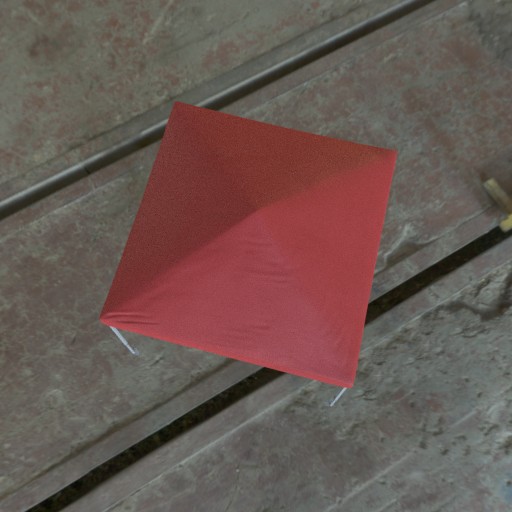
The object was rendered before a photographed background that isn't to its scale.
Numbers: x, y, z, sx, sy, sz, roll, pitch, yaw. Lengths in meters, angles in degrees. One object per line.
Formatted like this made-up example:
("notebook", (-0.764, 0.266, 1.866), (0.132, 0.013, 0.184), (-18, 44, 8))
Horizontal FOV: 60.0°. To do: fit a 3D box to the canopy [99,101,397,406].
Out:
("canopy", (0.000, 0.000, 6.462), (3.600, 3.600, 3.599), (14, 75, 4))
